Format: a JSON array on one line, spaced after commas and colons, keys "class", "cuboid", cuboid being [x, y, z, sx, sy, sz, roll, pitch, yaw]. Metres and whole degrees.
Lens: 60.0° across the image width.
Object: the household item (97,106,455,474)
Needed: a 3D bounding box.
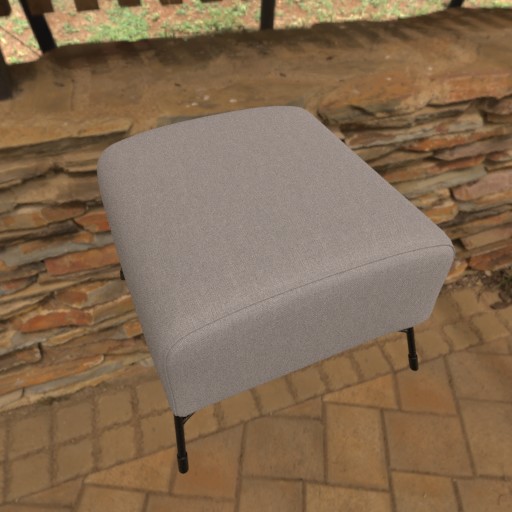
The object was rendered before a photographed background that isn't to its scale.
[{"class": "household item", "cuboid": [0.000, 0.000, 0.895, 0.530, 0.410, 0.530, -17, 47, -17]}]
